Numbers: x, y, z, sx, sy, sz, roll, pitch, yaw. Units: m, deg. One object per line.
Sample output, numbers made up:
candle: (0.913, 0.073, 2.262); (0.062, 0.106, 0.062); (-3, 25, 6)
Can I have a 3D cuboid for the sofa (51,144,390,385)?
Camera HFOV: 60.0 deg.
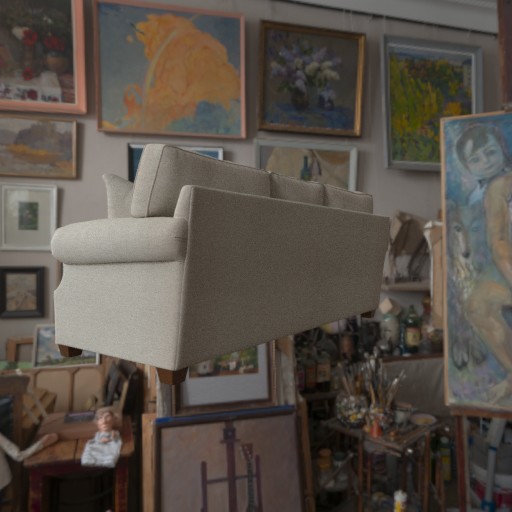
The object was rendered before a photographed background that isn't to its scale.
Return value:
sofa: (0.000, 0.000, 2.793); (0.965, 0.975, 2.312); (1, 1, 36)
